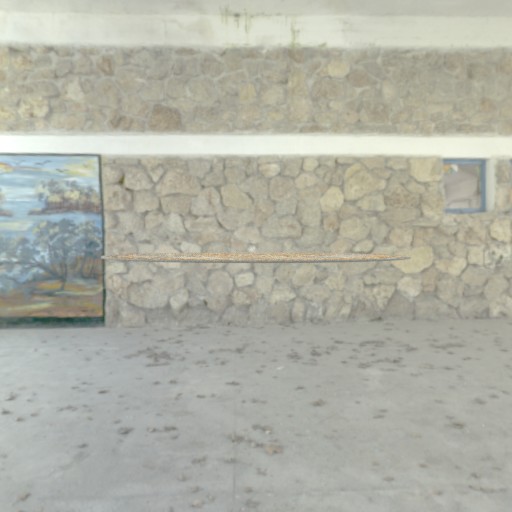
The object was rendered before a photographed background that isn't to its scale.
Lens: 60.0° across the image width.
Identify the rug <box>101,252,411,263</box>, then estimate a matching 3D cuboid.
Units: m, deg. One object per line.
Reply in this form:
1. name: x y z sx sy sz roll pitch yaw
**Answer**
1. rug: 0.000 0.000 3.604 2.382 0.014 2.382 0 2 0
